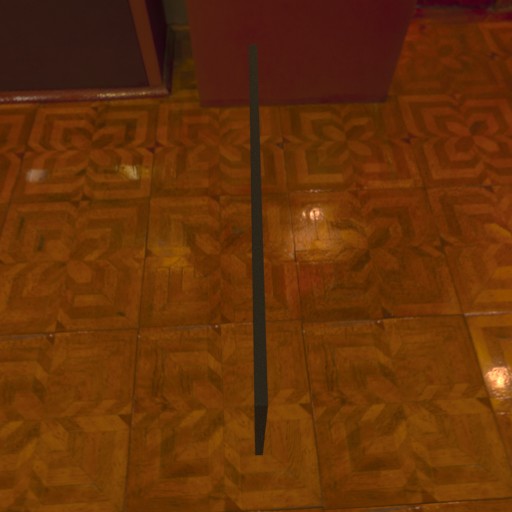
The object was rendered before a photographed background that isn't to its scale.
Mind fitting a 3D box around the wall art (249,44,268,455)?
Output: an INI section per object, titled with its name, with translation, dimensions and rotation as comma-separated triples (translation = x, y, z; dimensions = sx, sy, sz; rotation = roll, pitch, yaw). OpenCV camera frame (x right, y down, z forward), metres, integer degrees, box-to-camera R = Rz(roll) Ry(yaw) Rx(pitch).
[wall art]
translation = 0.000, 0.000, 1.251
dimensions = 0.026, 0.656, 0.958
rotation = -1, 59, 0
